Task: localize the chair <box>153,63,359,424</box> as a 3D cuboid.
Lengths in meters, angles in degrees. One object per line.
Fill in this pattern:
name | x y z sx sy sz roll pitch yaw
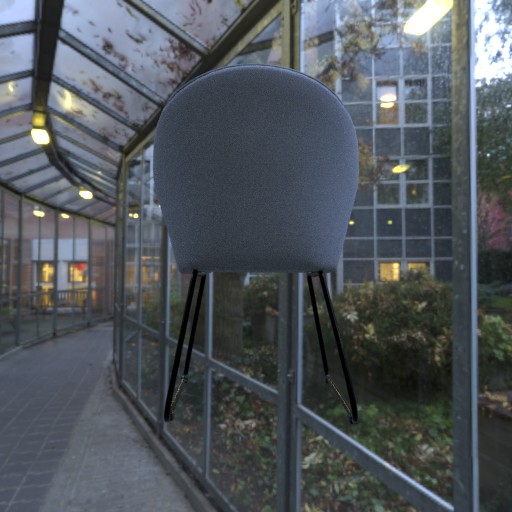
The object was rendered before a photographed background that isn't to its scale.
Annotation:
chair | 0.000 0.000 1.239 0.570 0.817 0.592 0 -2 -1
